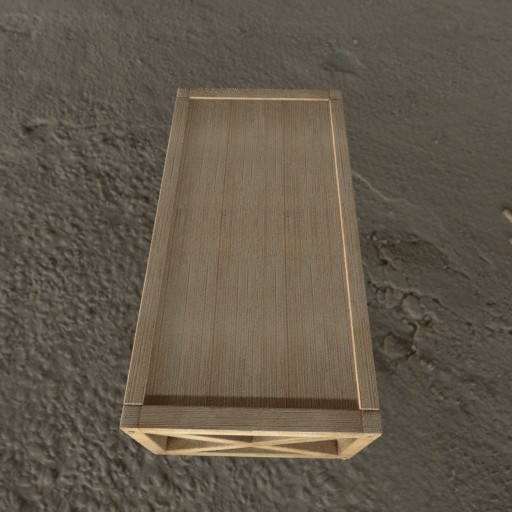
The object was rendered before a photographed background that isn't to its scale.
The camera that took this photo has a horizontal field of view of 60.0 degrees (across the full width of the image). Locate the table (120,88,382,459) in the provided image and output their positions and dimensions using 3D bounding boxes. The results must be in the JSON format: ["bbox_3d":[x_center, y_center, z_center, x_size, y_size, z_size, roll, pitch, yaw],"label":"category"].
[{"bbox_3d":[0.000,0.000,1.643,0.660,0.457,1.321,1,58,1],"label":"table"}]
